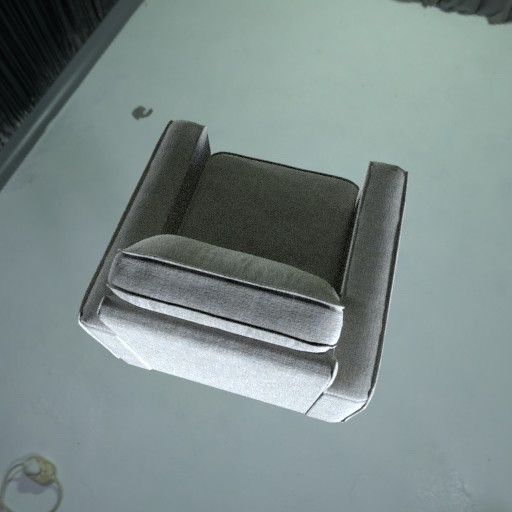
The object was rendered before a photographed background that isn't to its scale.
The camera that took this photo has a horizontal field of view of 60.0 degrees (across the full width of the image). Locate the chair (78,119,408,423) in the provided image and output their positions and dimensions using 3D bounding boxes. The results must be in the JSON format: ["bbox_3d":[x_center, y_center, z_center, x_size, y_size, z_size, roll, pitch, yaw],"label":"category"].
[{"bbox_3d":[0.000,0.000,1.717,1.016,0.914,0.940,14,65,7],"label":"chair"}]
